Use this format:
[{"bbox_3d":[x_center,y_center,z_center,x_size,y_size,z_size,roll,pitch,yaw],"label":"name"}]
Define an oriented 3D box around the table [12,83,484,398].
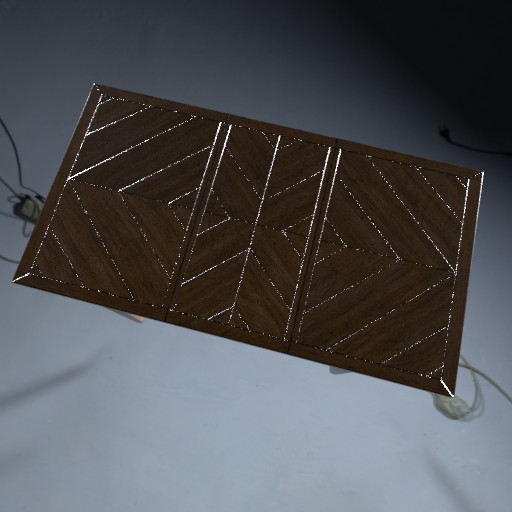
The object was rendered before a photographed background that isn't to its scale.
[{"bbox_3d":[0.000,0.000,1.816,1.400,0.760,0.757,14,75,4],"label":"table"}]
